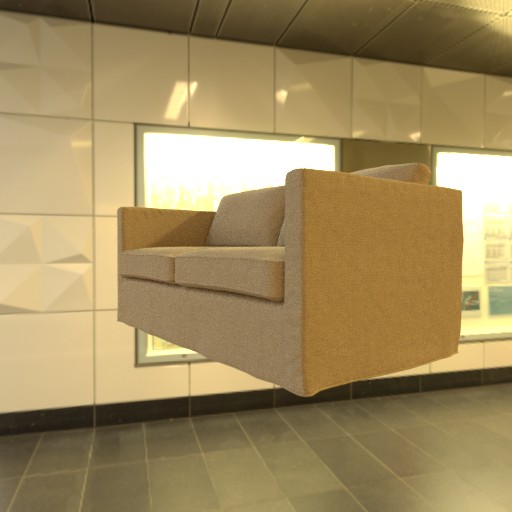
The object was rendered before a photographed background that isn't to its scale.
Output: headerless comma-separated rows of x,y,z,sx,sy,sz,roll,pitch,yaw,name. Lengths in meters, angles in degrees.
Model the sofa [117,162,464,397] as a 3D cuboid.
0.000,0.000,2.318,0.956,0.828,1.766,-1,1,-36,sofa
